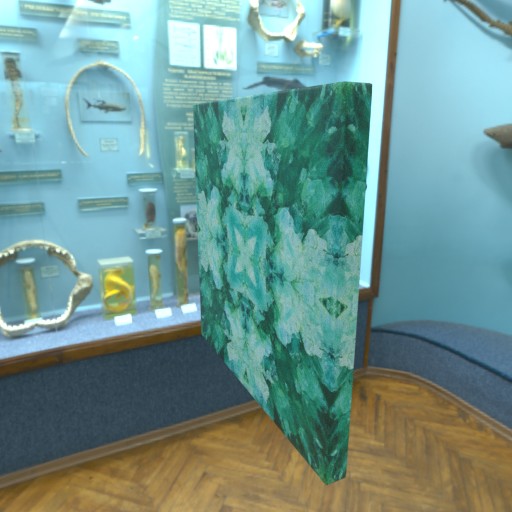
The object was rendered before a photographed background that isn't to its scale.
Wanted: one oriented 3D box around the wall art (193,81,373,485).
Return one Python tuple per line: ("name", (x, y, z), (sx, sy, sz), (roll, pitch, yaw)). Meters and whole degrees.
("wall art", (0.000, 0.000, 0.749), (0.038, 0.508, 0.507), (-8, 18, -25))
